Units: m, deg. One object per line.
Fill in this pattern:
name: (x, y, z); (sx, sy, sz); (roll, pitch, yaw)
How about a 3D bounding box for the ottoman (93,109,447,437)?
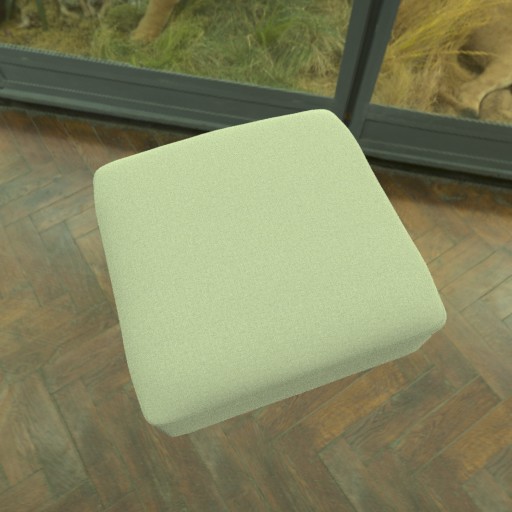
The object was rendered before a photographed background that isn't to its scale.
ottoman: (0.000, 0.000, 1.610); (0.996, 0.467, 0.977); (-17, 64, -8)
